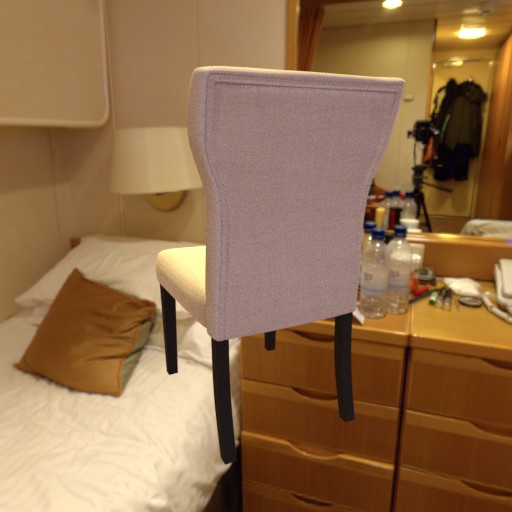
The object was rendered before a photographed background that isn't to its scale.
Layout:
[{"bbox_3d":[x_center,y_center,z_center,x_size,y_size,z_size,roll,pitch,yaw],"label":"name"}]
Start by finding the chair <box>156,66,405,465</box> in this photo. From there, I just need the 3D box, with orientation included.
[{"bbox_3d":[0.000,0.000,1.265,0.509,0.921,0.597,-8,17,-26],"label":"chair"}]
